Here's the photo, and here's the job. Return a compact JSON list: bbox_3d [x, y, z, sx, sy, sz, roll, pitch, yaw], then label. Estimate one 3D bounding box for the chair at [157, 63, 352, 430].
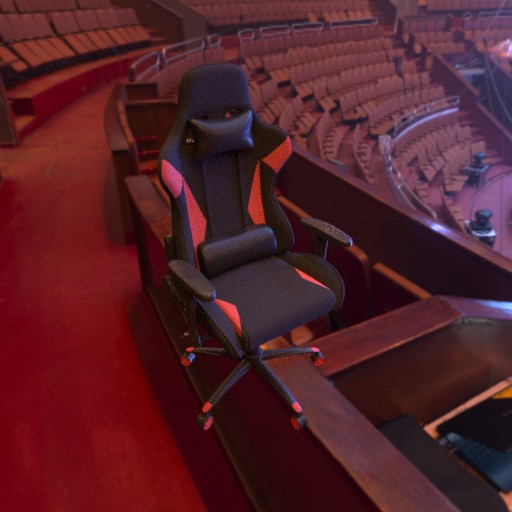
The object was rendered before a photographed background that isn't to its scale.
[{"bbox_3d":[0.000,0.000,1.708,0.695,1.326,0.658,-20,35,-31],"label":"chair"}]
